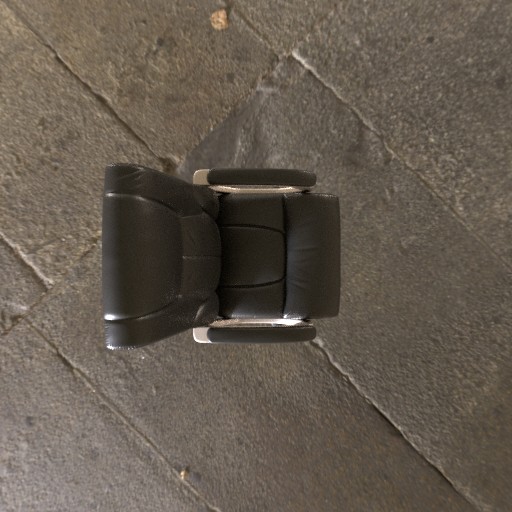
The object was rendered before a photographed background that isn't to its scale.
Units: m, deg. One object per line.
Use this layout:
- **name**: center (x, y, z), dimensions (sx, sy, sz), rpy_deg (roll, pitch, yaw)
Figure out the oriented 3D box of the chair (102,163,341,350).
- **chair**: center (0.000, 0.000, 1.651), dimensions (0.780, 1.145, 0.700), rpy_deg (0, 90, -1)
